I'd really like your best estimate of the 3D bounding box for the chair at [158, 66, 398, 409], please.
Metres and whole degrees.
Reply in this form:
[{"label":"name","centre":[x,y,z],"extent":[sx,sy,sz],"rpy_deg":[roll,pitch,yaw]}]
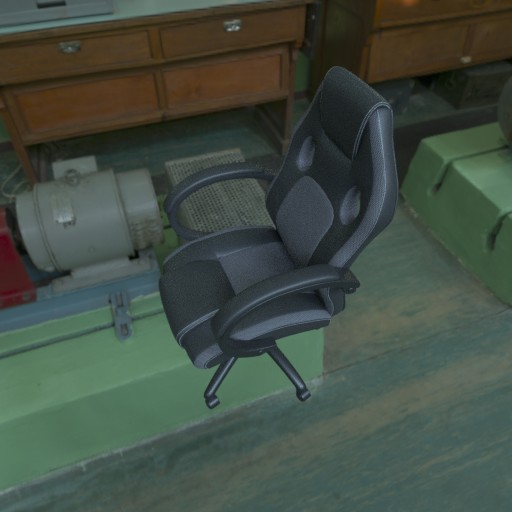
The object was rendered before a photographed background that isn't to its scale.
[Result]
[{"label":"chair","centre":[0.000,0.000,1.612],"extent":[0.724,1.187,0.673],"rpy_deg":[-16,48,-15]}]
